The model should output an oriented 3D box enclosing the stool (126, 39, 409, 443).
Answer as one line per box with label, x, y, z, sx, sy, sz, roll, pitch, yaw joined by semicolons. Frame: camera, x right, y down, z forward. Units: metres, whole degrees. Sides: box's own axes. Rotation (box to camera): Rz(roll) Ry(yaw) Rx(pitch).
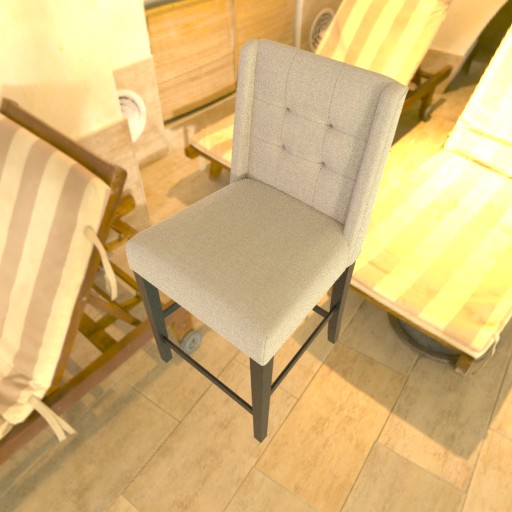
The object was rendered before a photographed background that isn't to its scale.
stool;0.000;0.000;1.225;0.474;0.939;0.509;31;53;27
